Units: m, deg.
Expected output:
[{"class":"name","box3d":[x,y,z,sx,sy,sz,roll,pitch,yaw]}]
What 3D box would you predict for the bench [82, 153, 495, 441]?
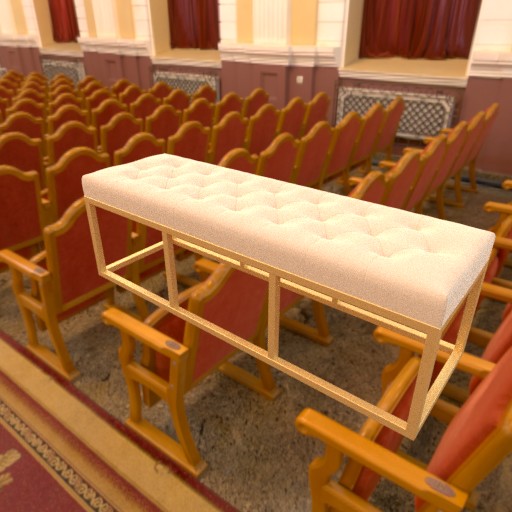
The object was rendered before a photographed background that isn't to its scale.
[{"class":"bench","box3d":[0.000,0.000,1.667,1.473,0.484,0.457,20,34,33]}]
